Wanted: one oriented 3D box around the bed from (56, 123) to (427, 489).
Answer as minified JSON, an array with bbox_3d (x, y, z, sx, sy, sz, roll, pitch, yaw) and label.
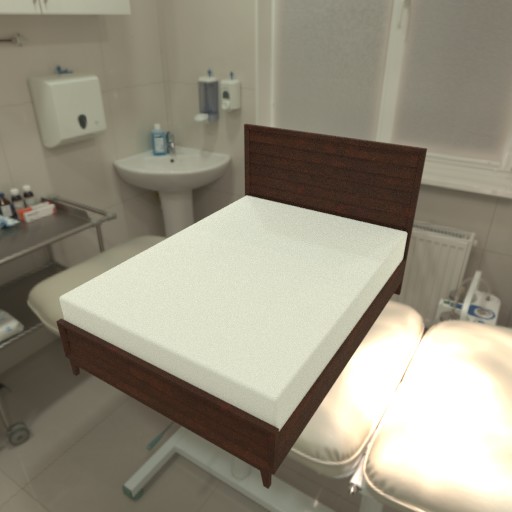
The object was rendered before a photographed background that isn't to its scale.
[{"bbox_3d":[0.000,0.000,3.135,1.600,1.270,2.184,17,33,28],"label":"bed"}]
